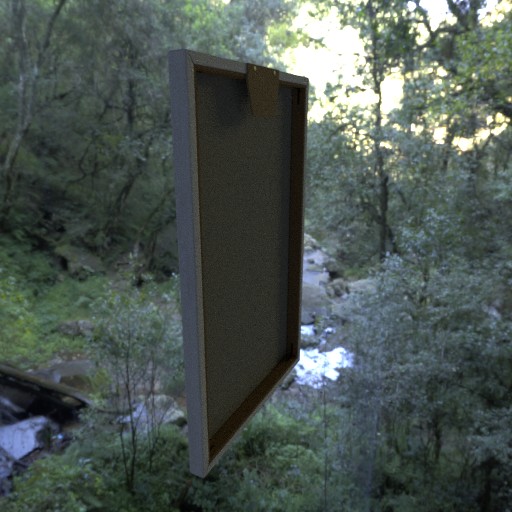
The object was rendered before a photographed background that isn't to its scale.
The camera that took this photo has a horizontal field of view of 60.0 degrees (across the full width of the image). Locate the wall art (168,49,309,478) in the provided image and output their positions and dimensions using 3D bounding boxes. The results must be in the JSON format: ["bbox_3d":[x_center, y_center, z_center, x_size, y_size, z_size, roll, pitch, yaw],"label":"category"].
[{"bbox_3d":[0.000,0.000,1.161,0.048,0.916,0.602,9,19,26],"label":"wall art"}]
